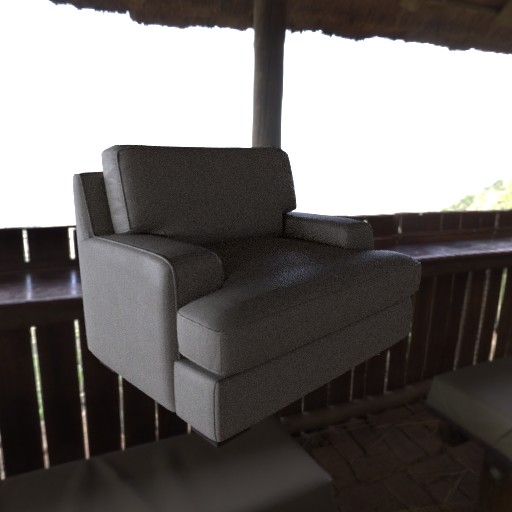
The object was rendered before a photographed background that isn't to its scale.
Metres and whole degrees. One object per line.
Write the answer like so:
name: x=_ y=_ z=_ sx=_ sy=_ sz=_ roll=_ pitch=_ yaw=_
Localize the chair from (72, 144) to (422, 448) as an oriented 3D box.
chair: x=0.000 y=0.000 z=1.992 sx=1.270 sy=0.974 sz=1.043 roll=-12 pitch=18 yaw=-43
